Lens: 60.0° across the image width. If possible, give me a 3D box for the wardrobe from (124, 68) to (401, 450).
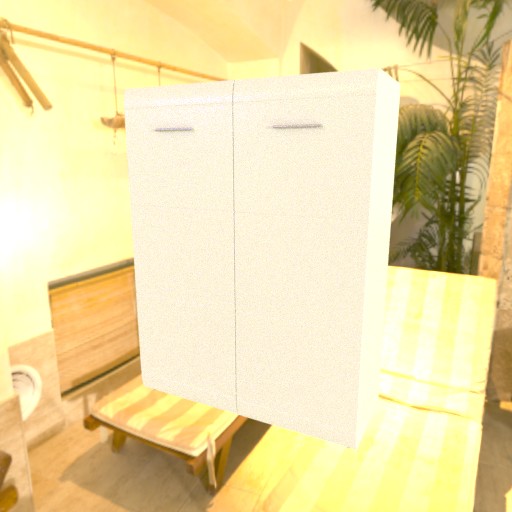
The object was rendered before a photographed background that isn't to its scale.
[{"bbox_3d":[0.000,0.000,1.660,0.900,1.200,0.360,7,15,26],"label":"wardrobe"}]
